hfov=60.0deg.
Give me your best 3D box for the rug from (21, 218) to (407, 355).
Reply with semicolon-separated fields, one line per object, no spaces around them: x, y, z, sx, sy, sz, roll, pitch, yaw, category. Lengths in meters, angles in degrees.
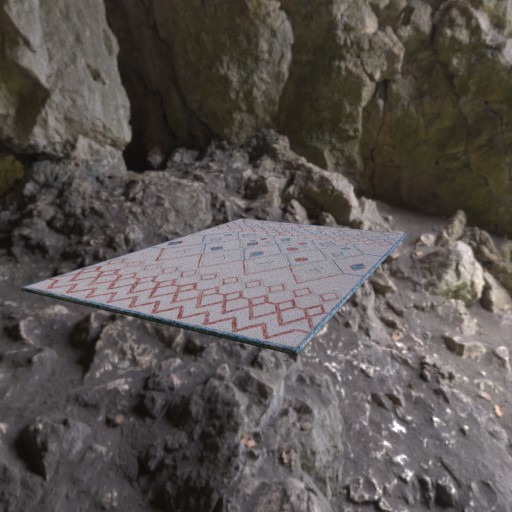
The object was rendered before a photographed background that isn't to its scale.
0.000;0.000;2.320;1.219;0.016;1.829;8;17;27;rug
